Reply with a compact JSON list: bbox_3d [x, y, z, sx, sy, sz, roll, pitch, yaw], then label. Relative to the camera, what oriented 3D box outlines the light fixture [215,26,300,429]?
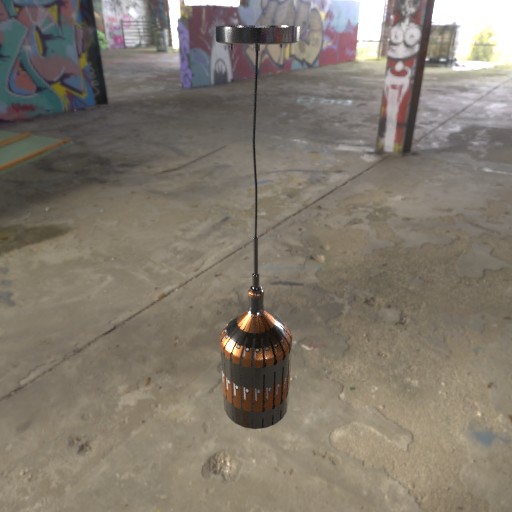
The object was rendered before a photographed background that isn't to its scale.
[{"bbox_3d":[0.000,0.000,1.668,0.303,1.535,0.303,0,29,0],"label":"light fixture"}]
